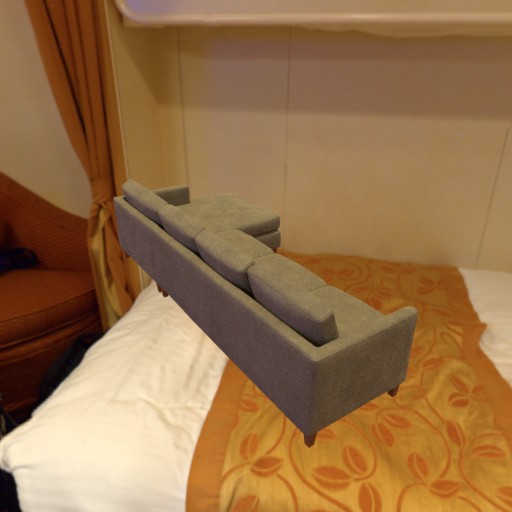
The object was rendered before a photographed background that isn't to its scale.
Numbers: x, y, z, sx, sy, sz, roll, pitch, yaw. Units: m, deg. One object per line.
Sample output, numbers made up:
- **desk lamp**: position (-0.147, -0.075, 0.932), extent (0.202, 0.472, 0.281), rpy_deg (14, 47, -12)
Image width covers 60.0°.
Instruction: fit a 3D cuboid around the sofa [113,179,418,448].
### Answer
- **sofa**: position (0.000, 0.000, 4.238), extent (1.604, 0.950, 3.471), rpy_deg (-17, 31, -31)
